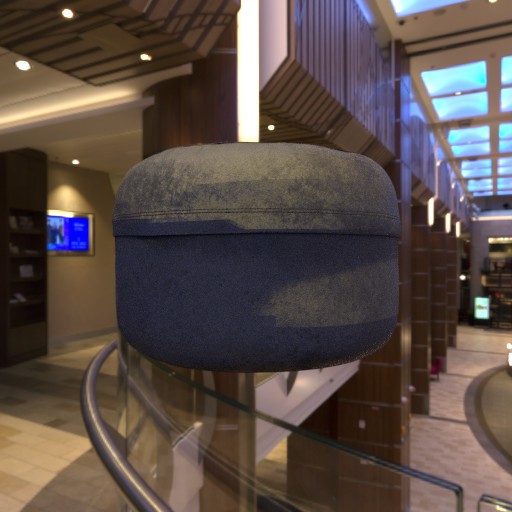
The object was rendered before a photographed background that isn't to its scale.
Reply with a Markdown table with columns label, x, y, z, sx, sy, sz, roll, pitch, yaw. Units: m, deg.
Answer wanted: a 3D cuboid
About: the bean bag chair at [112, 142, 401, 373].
| label | x | y | z | sx | sy | sz | roll | pitch | yaw |
| --- | --- | --- | --- | --- | --- | --- | --- | --- | --- |
| bean bag chair | 0.000 | 0.000 | 1.486 | 0.918 | 0.605 | 0.918 | 0 | 0 | 0 |
